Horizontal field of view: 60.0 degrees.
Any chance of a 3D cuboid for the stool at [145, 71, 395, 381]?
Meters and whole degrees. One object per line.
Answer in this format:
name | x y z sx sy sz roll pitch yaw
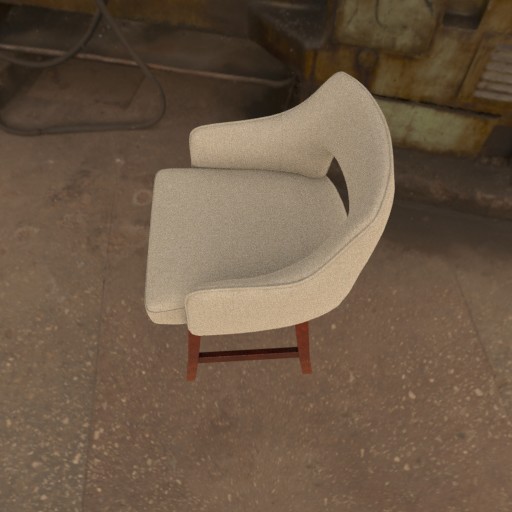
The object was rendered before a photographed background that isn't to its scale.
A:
stool | 0.000 0.000 1.285 0.560 0.936 0.550 -3 58 -2
